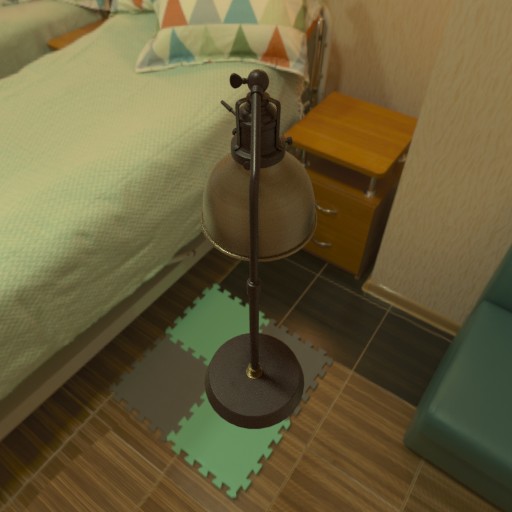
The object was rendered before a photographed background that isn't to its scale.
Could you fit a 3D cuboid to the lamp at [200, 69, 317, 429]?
[{"bbox_3d":[0.000,0.000,0.610,0.175,0.469,0.298,4,48,4],"label":"lamp"}]
